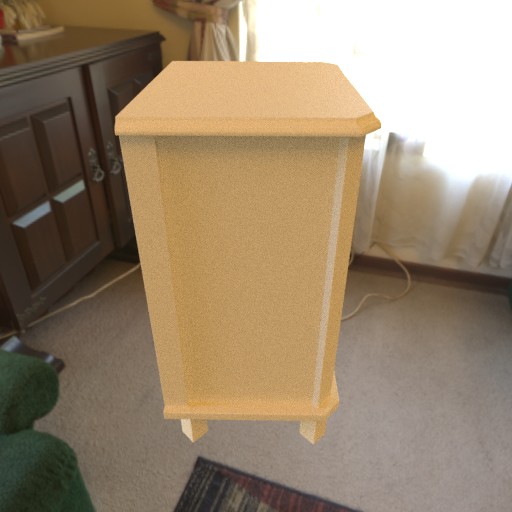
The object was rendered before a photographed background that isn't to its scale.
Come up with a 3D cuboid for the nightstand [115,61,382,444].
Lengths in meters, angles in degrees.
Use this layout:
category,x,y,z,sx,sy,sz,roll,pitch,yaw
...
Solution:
category,x,y,z,sx,sy,sz,roll,pitch,yaw
nightstand,0.000,0.000,0.917,0.351,0.681,0.435,1,33,1
